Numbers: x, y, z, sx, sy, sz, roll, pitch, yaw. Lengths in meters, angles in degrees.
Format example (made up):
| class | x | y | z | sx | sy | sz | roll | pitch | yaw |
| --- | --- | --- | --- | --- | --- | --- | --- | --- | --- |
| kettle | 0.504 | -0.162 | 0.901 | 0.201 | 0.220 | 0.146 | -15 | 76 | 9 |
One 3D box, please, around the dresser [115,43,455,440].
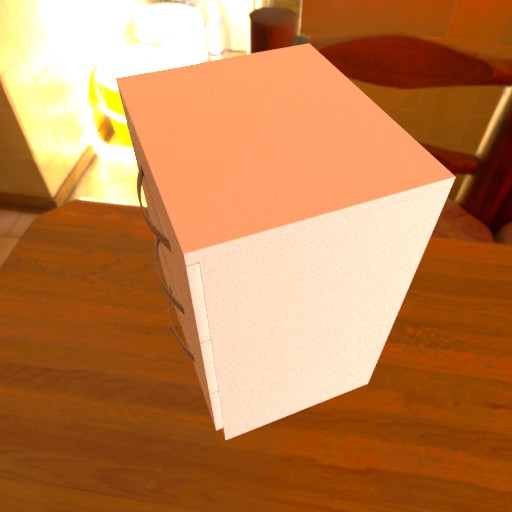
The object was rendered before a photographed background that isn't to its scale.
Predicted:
| class | x | y | z | sx | sy | sz | roll | pitch | yaw |
| --- | --- | --- | --- | --- | --- | --- | --- | --- | --- |
| dresser | 0.000 | 0.000 | 0.823 | 0.360 | 0.560 | 0.400 | -17 | 51 | -14 |
